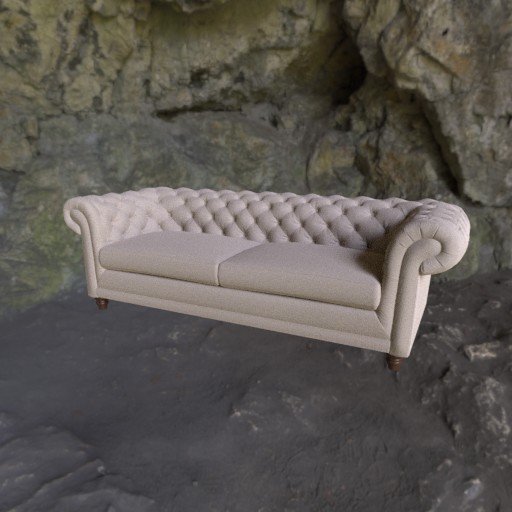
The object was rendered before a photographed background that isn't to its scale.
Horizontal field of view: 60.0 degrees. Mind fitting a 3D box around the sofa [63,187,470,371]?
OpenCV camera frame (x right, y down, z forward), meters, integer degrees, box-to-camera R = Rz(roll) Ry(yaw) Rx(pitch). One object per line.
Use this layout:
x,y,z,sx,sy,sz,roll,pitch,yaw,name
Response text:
0.000,0.000,3.150,2.694,0.847,1.076,7,15,25,sofa
